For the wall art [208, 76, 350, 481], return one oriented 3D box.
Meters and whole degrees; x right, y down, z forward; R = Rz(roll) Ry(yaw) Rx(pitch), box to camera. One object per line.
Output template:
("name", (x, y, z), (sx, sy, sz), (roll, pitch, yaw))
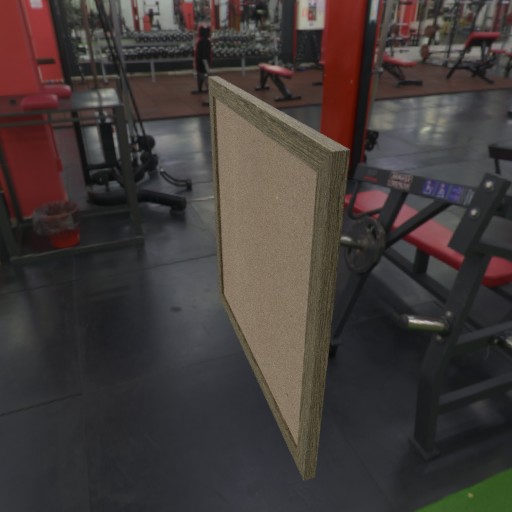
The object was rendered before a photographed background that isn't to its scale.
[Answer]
("wall art", (0.000, 0.000, 0.757), (0.019, 0.508, 0.508), (-10, 31, -16))
